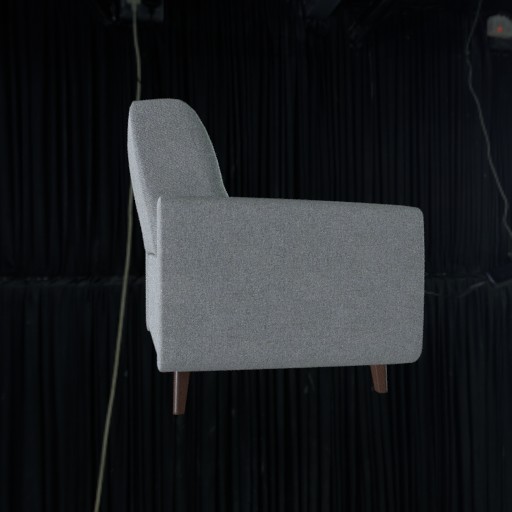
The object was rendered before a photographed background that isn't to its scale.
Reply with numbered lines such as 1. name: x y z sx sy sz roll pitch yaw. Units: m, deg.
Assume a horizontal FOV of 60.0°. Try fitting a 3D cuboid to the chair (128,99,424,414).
1. chair: 0.000 0.000 1.703 0.942 0.968 0.845 0 1 -16
